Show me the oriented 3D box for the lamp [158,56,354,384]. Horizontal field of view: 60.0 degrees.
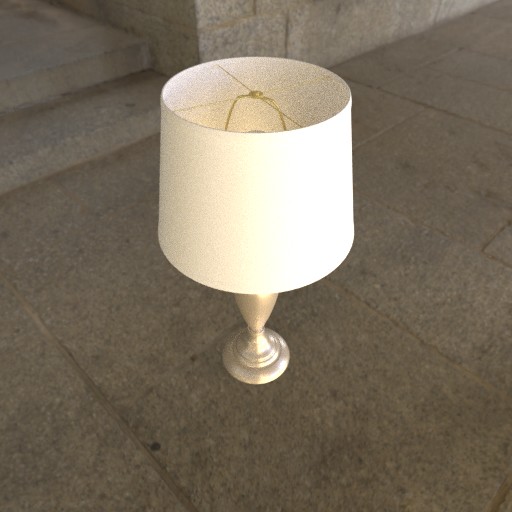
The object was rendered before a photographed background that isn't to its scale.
[{"bbox_3d":[0.000,0.000,0.805,0.328,0.612,0.328,0,43,0],"label":"lamp"}]
